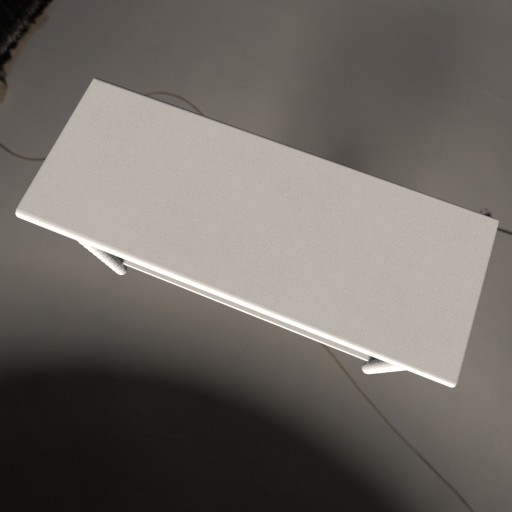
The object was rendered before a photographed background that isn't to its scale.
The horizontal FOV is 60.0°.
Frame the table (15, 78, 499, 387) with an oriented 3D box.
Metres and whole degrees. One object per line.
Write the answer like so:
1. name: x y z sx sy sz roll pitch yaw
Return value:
1. table: 0.000 0.000 1.503 1.184 0.740 0.459 21 75 6
